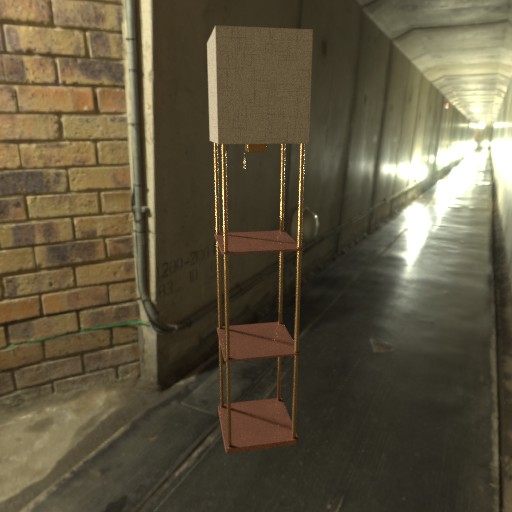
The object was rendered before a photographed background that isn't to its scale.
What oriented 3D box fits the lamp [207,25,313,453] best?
[{"bbox_3d":[0.000,0.000,1.743,0.310,1.569,0.308,-3,17,-10],"label":"lamp"}]
